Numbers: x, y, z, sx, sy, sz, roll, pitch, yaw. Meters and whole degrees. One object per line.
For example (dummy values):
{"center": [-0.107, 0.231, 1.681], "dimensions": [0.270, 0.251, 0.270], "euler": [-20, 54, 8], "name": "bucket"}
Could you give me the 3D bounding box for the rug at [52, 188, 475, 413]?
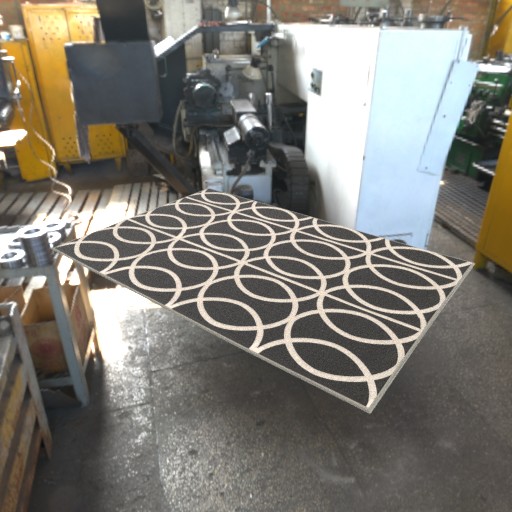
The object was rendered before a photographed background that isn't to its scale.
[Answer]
{"center": [0.000, 0.000, 2.864], "dimensions": [2.294, 0.014, 1.528], "euler": [20, 34, 33], "name": "rug"}
